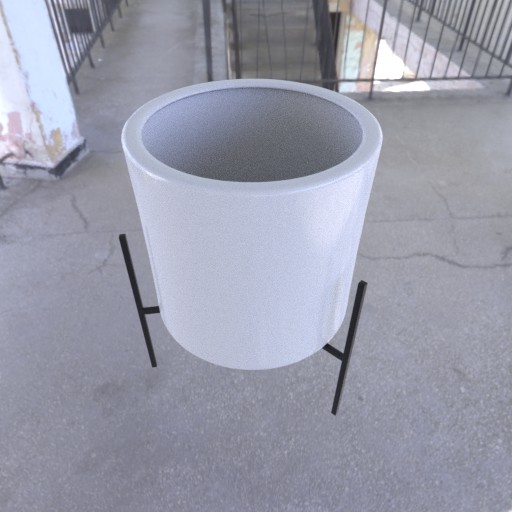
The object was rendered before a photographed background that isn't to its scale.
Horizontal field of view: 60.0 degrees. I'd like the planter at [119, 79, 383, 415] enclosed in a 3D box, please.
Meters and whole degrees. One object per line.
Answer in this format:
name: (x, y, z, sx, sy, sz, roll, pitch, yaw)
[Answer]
planter: (0.000, 0.000, 0.735, 0.360, 0.480, 0.361, 11, 42, 13)
